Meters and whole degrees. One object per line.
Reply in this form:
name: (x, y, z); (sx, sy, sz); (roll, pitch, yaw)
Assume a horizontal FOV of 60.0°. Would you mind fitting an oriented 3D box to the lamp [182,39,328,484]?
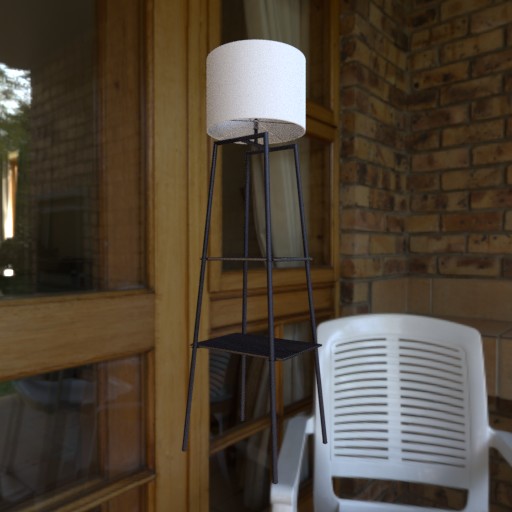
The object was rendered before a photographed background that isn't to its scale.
lamp: (0.000, 0.000, 1.700); (0.427, 1.474, 0.384); (1, 1, 35)
